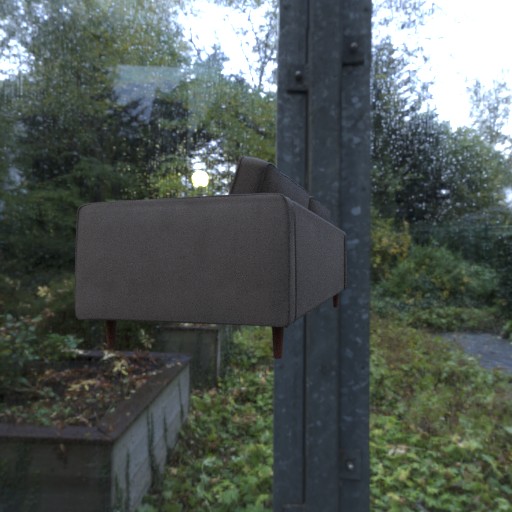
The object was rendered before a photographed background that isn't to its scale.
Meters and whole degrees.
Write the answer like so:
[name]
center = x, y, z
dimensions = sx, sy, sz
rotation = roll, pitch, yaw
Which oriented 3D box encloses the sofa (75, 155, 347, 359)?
[sofa]
center = 0.000, 0.000, 2.769
dimensions = 0.923, 0.813, 2.295
rotation = 0, -1, 17
